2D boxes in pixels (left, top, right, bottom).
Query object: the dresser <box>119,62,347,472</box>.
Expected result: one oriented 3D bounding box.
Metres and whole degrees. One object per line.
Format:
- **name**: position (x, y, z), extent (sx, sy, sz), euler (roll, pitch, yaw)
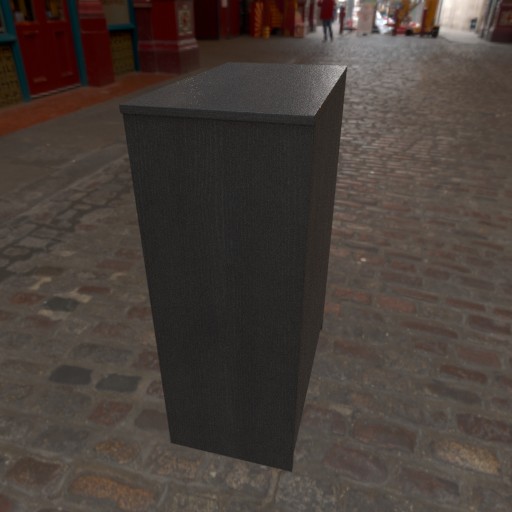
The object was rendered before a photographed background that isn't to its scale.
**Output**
- **dresser**: position (0.000, 0.000, 1.371), extent (0.398, 1.020, 0.700), euler (8, 31, 13)
